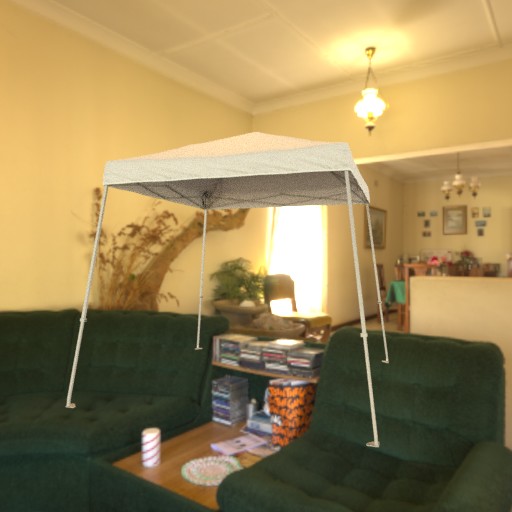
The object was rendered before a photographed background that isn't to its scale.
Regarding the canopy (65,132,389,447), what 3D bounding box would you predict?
[{"bbox_3d":[0.000,0.000,6.429,3.599,3.600,3.600,0,0,18],"label":"canopy"}]
